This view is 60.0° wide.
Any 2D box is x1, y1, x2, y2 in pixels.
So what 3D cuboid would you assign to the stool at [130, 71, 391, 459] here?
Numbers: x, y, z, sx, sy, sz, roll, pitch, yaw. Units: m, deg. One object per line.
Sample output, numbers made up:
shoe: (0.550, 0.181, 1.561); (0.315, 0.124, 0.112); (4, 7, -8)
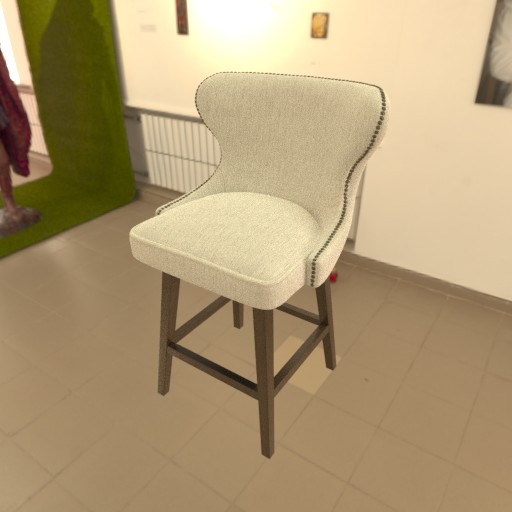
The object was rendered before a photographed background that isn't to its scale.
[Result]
stool: (0.000, 0.000, 1.350); (0.615, 0.972, 0.597); (19, 35, 29)
